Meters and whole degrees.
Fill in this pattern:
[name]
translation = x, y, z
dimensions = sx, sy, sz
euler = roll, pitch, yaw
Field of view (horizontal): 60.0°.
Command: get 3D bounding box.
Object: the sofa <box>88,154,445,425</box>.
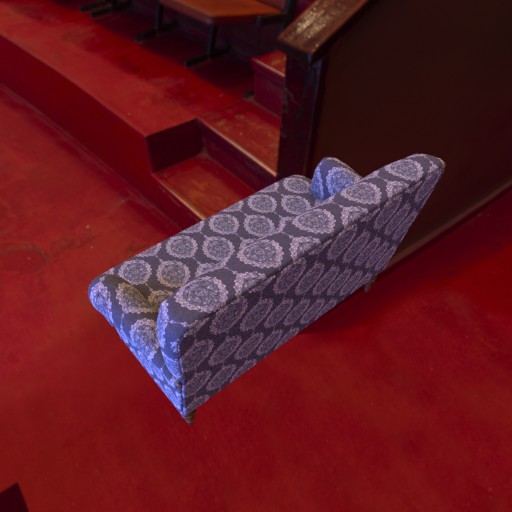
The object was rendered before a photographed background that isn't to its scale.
[sofa]
translation = 0.000, 0.000, 1.853
dimensions = 1.297, 0.867, 0.779
euler = -31, 54, -26
